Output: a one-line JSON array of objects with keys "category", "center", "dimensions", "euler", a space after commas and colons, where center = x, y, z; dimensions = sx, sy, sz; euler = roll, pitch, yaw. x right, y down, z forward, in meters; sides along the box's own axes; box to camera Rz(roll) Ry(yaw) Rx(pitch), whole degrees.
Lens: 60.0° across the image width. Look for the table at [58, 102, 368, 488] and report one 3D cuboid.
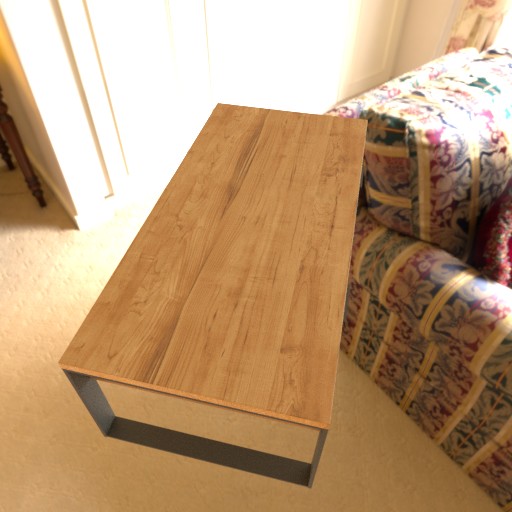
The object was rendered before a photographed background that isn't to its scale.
[{"category": "table", "center": [0.000, 0.000, 1.440], "dimensions": [0.590, 0.400, 1.180], "euler": [10, 47, 9]}]
